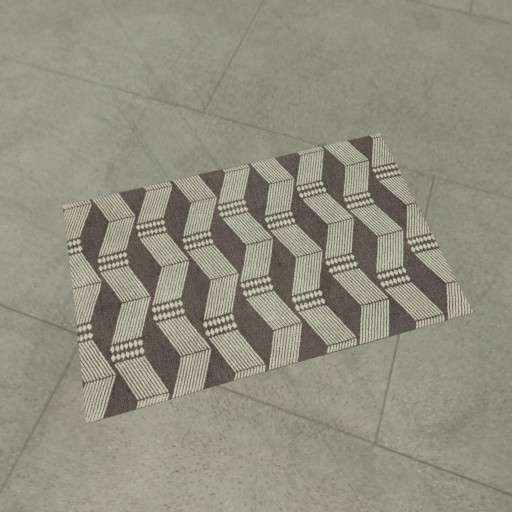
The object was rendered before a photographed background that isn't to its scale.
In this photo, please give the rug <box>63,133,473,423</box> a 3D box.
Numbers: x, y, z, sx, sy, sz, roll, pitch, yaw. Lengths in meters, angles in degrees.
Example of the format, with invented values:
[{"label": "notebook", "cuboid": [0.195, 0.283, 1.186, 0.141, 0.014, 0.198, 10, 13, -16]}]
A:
[{"label": "rug", "cuboid": [0.000, 0.000, 2.983, 2.435, 0.011, 1.517, -14, 65, -7]}]
